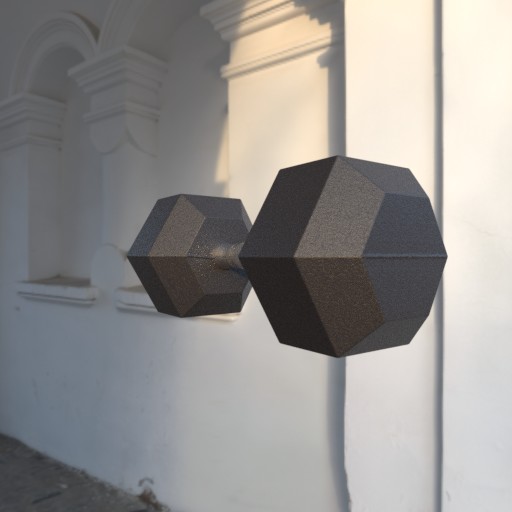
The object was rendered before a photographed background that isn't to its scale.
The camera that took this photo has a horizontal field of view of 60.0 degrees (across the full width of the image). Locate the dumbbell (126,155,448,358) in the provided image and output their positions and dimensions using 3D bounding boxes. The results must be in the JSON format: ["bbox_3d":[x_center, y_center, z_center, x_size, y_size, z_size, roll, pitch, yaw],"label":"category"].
[{"bbox_3d":[0.000,0.000,0.483,0.173,0.150,0.384,0,0,-36],"label":"dumbbell"}]
